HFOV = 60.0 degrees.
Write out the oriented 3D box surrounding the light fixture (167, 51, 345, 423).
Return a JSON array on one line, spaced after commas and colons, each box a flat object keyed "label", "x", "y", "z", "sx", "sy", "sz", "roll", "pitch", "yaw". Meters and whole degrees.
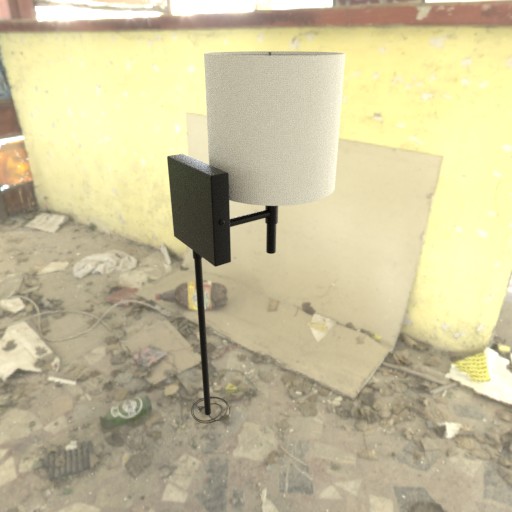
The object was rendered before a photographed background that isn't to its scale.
[{"label": "light fixture", "x": 0.000, "y": 0.000, "z": 0.709, "sx": 0.248, "sy": 0.589, "sz": 0.188, "roll": -17, "pitch": 31, "yaw": -31}]
